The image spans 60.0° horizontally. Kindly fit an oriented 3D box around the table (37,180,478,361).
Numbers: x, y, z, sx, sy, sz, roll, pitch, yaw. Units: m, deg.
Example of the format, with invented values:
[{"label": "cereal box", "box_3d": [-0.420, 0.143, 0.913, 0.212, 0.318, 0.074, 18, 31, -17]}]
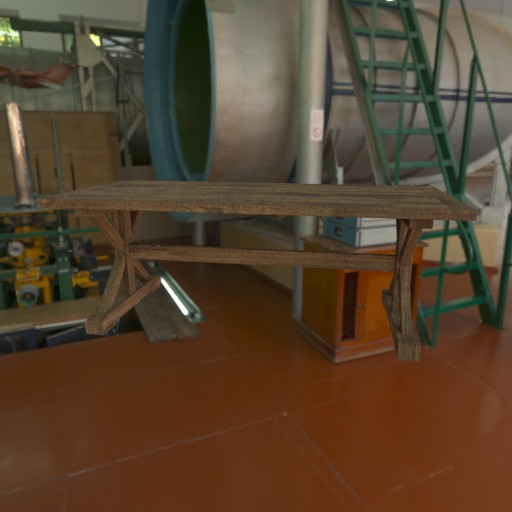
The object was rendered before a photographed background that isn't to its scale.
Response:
[{"label": "table", "box_3d": [0.000, 0.000, 2.534, 2.031, 0.733, 0.907, 3, 16, 10]}]
